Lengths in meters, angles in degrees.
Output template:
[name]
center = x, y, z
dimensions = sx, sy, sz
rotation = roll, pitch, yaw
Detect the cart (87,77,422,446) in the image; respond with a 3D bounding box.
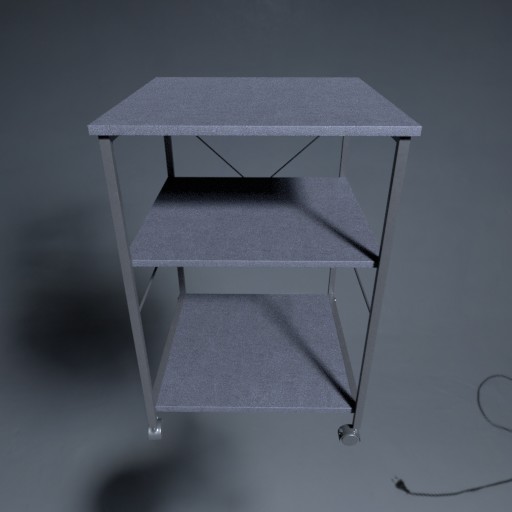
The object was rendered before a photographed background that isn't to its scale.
[cart]
center = 0.000, 0.000, 1.103
dimensions = 0.521, 0.762, 0.520
rotation = 0, 30, 1
